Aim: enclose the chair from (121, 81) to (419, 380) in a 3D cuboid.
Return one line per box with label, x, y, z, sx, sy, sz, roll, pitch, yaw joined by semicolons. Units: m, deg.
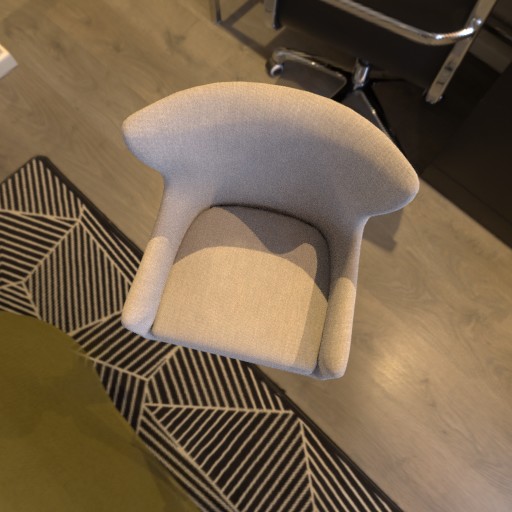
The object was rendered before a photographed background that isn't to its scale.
chair;0.000;0.000;1.469;0.732;0.948;0.677;12;74;4
